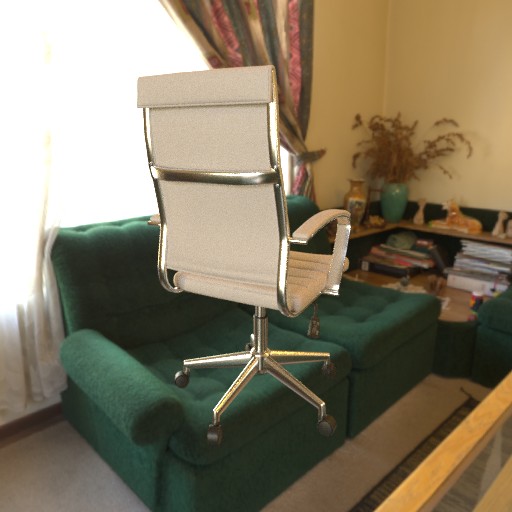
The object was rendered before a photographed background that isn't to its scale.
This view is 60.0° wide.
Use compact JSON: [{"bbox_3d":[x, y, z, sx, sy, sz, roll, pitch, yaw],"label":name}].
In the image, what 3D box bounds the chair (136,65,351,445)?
[{"bbox_3d":[0.000,0.000,1.570,0.679,1.149,0.667,8,17,28],"label":"chair"}]
